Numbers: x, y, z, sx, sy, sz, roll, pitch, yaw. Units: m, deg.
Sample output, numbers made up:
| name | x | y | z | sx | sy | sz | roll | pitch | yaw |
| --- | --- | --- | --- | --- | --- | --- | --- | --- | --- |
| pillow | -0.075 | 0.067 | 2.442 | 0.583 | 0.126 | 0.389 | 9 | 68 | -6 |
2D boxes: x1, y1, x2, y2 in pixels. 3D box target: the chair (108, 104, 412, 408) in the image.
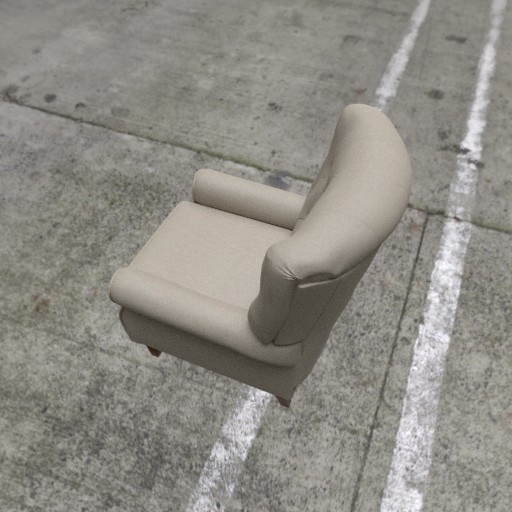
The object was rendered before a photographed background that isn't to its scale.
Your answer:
| name | x | y | z | sx | sy | sz | roll | pitch | yaw |
| --- | --- | --- | --- | --- | --- | --- | --- | --- | --- |
| chair | 0.000 | 0.000 | 1.916 | 1.059 | 1.158 | 0.943 | 17 | 50 | 15 |
